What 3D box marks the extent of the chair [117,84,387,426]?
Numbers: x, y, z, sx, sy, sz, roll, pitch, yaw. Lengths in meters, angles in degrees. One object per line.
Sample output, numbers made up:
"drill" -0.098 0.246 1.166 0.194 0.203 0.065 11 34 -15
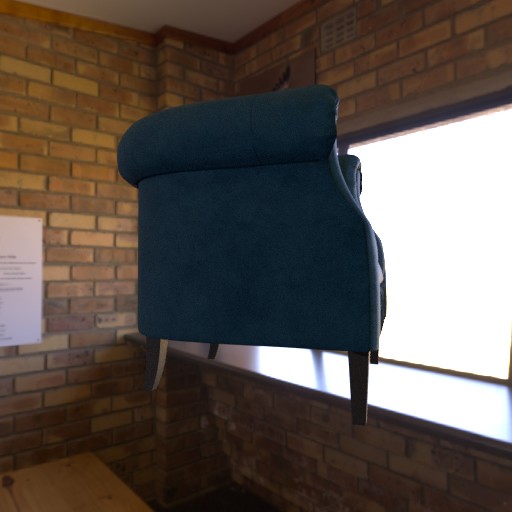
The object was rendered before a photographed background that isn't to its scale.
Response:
"chair" 0.000 0.000 1.520 0.851 0.826 0.904 0 -1 18
